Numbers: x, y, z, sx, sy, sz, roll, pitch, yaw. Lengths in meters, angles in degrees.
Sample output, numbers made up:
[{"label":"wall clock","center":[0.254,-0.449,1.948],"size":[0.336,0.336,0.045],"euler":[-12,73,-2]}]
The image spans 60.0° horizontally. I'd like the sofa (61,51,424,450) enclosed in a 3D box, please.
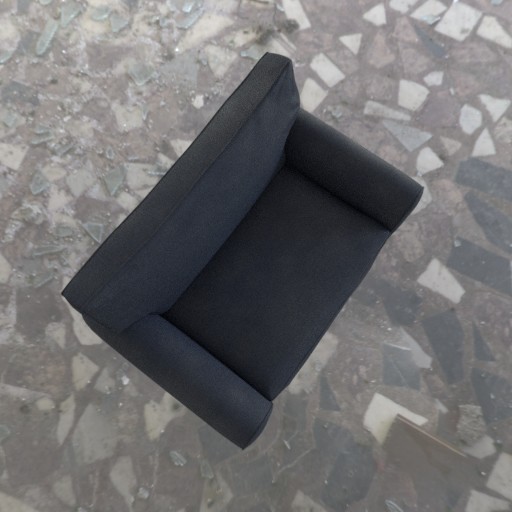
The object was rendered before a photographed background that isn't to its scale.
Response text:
[{"label":"sofa","center":[0.000,0.000,2.069],"size":[0.938,1.004,1.405],"euler":[35,78,9]}]
